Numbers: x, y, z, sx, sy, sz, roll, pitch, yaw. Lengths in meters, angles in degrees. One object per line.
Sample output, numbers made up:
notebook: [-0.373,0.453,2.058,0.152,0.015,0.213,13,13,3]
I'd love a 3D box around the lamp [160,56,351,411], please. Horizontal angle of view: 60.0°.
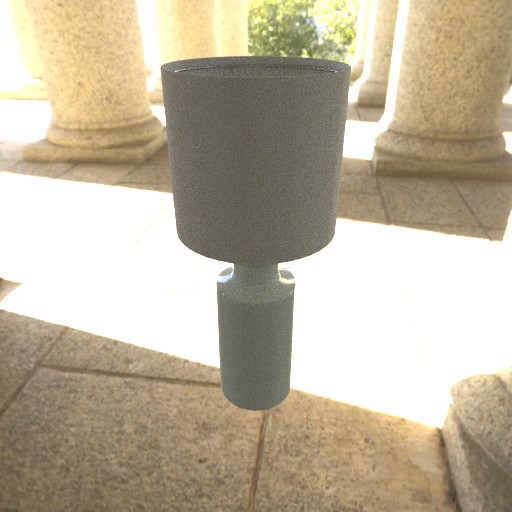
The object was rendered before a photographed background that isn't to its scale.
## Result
lamp: [0.000,0.000,0.619,0.212,0.493,0.212,-10,31,-18]
